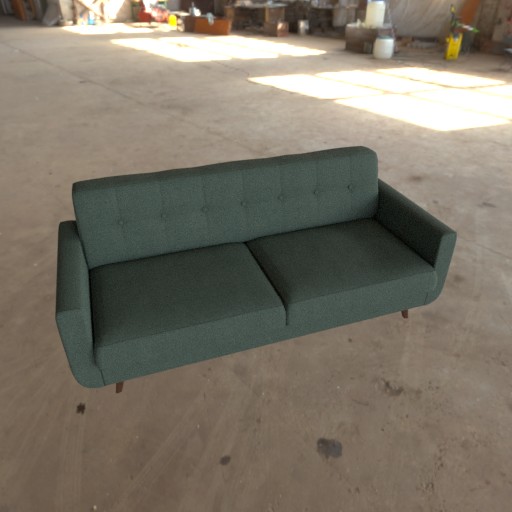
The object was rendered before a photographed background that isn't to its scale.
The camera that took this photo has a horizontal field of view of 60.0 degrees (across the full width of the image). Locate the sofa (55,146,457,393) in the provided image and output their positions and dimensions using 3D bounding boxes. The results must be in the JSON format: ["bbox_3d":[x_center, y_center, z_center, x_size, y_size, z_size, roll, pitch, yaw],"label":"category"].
[{"bbox_3d":[0.000,0.000,2.486,2.029,0.841,0.909,-11,34,-16],"label":"sofa"}]
